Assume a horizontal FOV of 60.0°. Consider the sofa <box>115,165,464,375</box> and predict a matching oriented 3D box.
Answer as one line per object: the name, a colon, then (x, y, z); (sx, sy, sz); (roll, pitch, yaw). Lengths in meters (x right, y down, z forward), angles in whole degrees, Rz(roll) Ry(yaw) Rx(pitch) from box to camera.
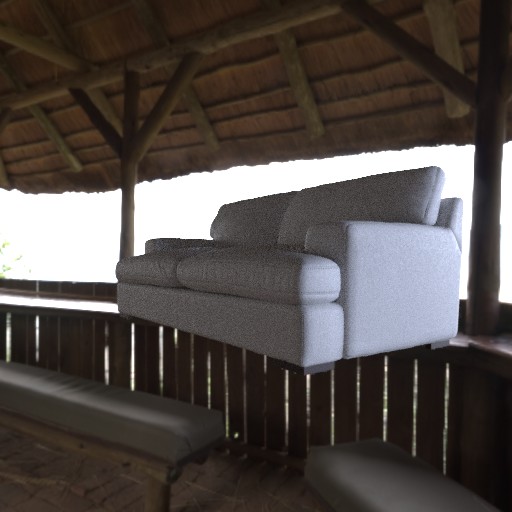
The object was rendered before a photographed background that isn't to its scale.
sofa: (0.000, 0.000, 2.858); (1.143, 0.940, 2.261); (0, 0, -36)
